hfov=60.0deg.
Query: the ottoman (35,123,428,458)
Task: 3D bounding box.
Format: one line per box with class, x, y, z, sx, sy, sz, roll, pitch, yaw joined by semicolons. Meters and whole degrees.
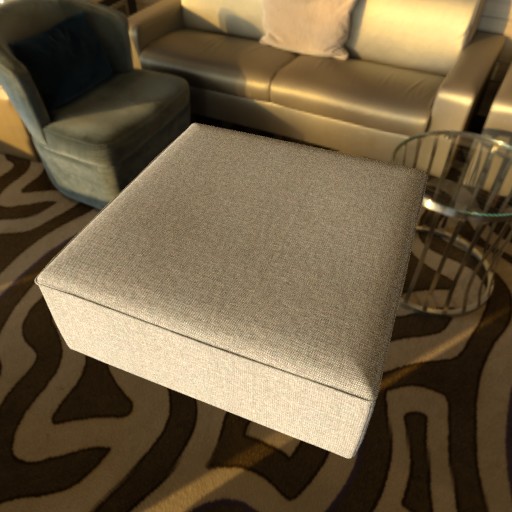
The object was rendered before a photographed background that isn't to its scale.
ottoman;0.000;0.000;1.592;1.023;0.423;1.017;16;47;16
